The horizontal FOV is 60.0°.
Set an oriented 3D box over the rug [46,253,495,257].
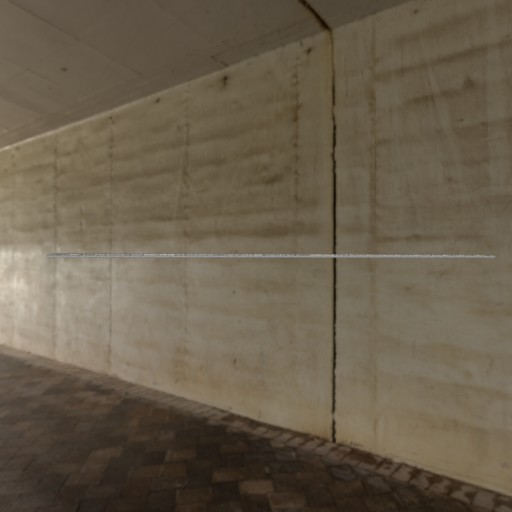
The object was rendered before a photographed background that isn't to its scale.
[{"bbox_3d":[0.000,0.000,3.636,2.901,0.026,2.043,0,0,-19],"label":"rug"}]
